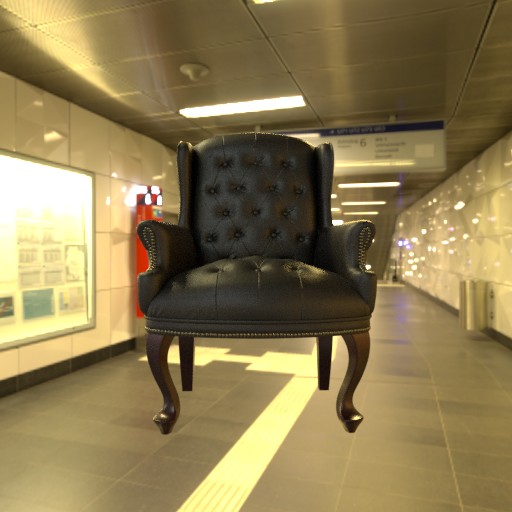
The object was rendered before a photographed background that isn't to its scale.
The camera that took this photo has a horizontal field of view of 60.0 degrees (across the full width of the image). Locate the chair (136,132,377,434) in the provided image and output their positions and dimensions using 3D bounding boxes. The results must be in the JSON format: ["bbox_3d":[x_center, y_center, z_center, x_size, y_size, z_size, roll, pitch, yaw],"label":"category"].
[{"bbox_3d":[0.000,0.000,1.739,0.831,1.133,0.822,0,1,-1],"label":"chair"}]
